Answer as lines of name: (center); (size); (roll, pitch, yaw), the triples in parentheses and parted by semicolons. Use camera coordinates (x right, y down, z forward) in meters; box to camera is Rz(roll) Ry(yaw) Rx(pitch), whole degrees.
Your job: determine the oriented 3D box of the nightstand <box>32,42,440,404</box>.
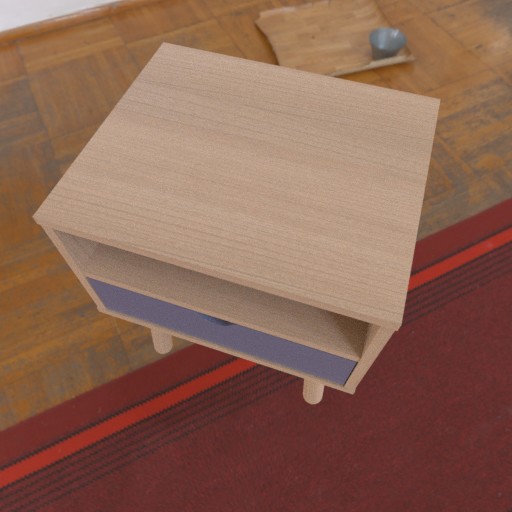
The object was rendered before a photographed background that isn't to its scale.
nightstand: (0.000, 0.000, 0.825); (0.450, 0.530, 0.380); (16, 59, 10)
